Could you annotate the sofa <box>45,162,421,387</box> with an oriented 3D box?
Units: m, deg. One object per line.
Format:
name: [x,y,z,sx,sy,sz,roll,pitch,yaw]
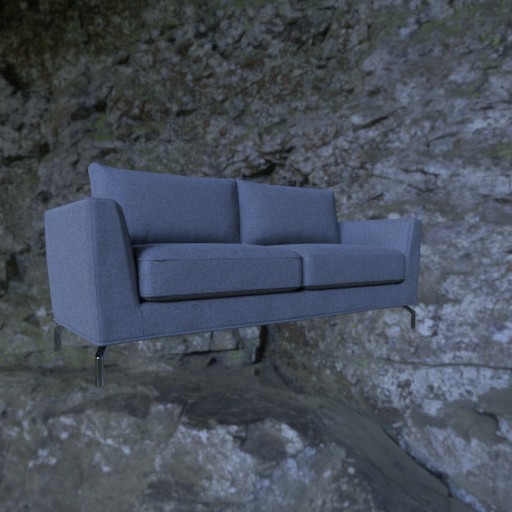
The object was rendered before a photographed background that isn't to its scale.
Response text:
sofa: [0.000,0.000,2.696,2.212,1.002,0.869,-1,1,-36]
